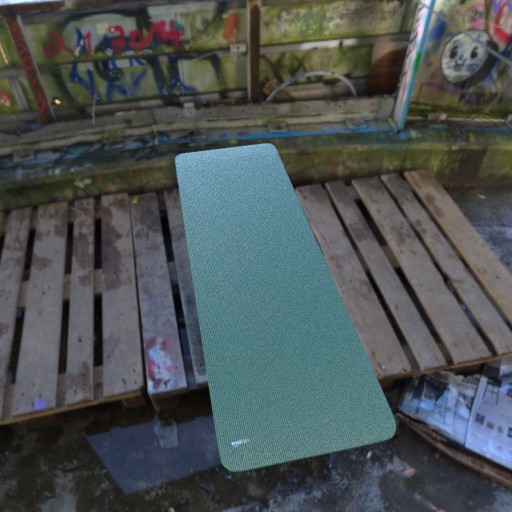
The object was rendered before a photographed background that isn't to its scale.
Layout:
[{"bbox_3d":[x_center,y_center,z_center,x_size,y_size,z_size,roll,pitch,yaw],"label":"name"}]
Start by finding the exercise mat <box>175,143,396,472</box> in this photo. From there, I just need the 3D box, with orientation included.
[{"bbox_3d":[0.000,0.000,2.094,0.616,0.021,1.869,-9,47,-8],"label":"exercise mat"}]
